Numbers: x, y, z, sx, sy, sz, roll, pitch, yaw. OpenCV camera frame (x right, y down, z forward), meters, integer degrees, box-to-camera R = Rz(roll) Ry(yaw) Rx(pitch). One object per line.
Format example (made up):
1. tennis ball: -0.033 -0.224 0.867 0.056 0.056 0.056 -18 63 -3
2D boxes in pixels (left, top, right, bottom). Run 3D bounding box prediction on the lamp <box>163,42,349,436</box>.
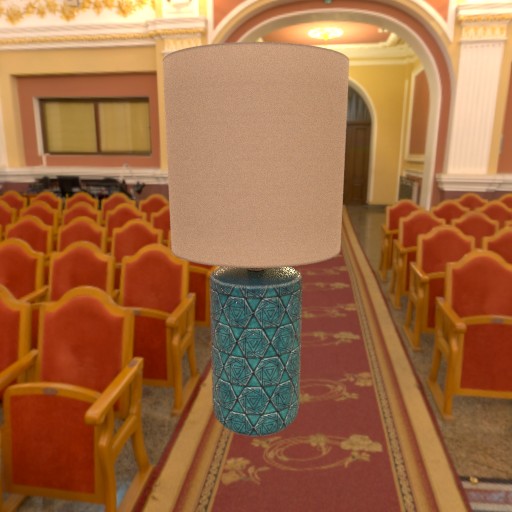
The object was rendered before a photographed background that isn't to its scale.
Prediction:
1. lamp: 0.000 0.000 0.740 0.278 0.597 0.278 2 13 8
